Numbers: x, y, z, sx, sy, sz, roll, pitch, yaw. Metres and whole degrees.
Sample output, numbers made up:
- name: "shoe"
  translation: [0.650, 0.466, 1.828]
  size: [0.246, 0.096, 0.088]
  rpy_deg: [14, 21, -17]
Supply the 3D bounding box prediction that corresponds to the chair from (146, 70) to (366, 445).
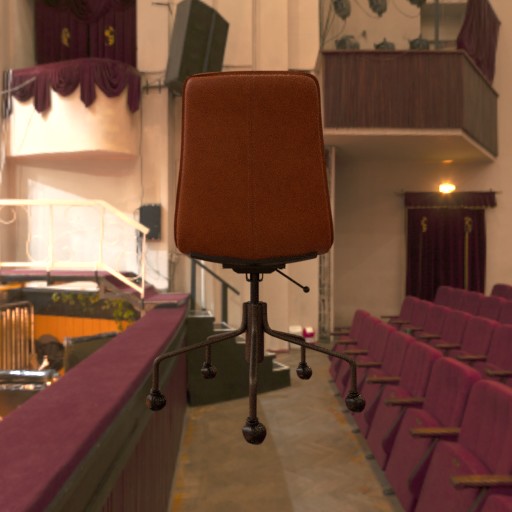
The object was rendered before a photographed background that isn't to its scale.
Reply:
- name: "chair"
  translation: [0.000, 0.000, 1.388]
  size: [0.651, 0.920, 0.660]
  rpy_deg: [0, 0, 1]
